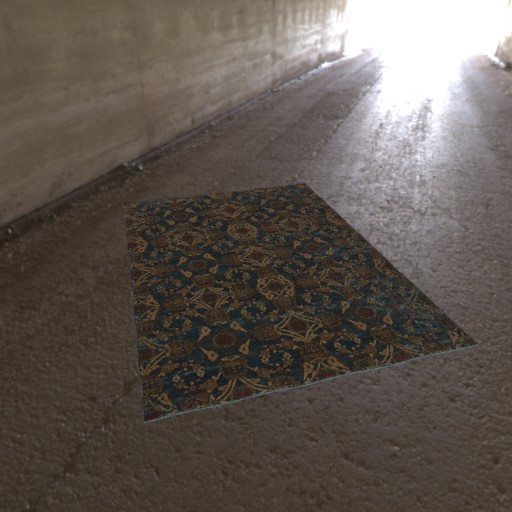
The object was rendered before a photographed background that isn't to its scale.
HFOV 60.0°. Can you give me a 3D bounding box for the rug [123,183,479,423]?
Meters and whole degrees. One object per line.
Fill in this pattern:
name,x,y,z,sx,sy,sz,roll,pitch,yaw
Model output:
rug,0.000,0.000,4.224,2.337,0.013,3.291,-9,32,-14
